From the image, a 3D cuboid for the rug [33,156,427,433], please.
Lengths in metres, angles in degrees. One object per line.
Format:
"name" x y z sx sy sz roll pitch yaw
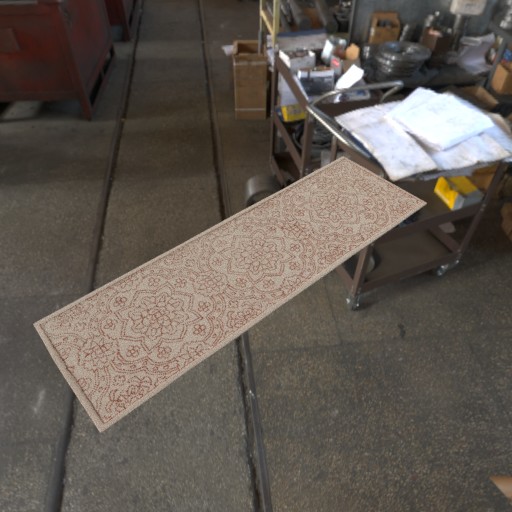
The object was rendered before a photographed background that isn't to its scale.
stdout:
"rug" 0.000 0.000 2.686 2.448 0.012 0.769 -31 53 -27
